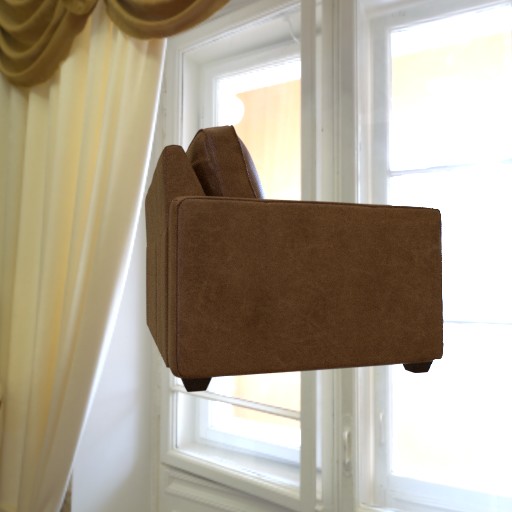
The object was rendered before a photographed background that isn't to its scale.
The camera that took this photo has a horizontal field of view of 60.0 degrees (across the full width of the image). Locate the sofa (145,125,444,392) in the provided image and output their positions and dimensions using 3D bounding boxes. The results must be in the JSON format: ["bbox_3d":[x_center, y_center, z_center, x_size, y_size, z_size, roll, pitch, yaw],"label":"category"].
[{"bbox_3d":[0.000,0.000,2.190,1.020,0.896,1.532,1,-2,-17],"label":"sofa"}]
